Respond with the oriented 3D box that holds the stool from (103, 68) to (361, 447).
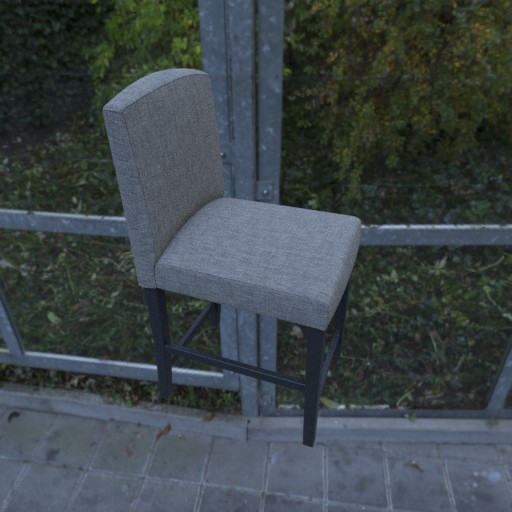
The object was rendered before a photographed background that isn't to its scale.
[{"bbox_3d":[0.000,0.000,1.277,0.552,0.966,0.451,11,34,17],"label":"stool"}]
